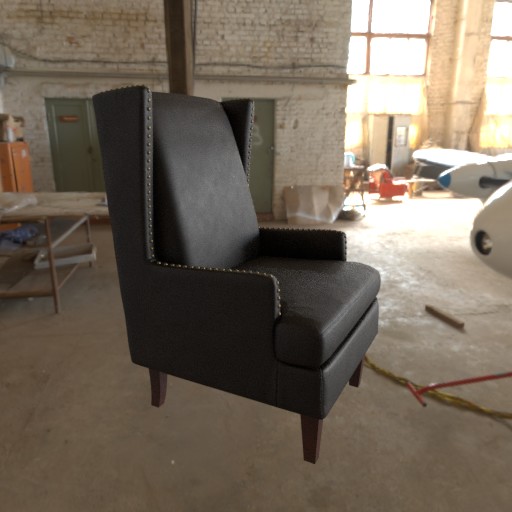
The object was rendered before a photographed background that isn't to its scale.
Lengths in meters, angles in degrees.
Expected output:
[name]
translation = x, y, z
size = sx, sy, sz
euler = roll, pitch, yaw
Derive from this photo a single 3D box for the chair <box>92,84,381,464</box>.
[chair]
translation = 0.000, 0.000, 1.621
size = 0.799, 1.142, 0.703
euler = 8, 18, 27
